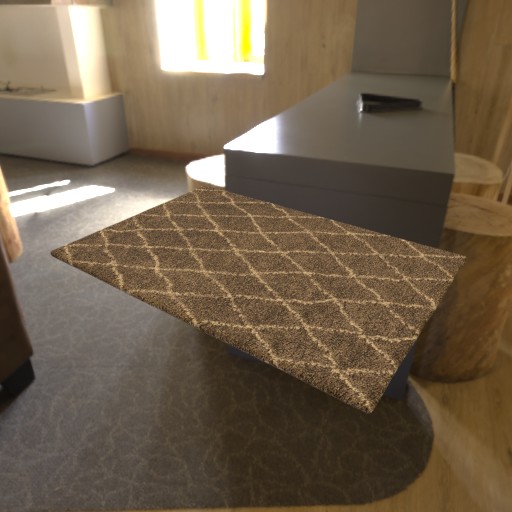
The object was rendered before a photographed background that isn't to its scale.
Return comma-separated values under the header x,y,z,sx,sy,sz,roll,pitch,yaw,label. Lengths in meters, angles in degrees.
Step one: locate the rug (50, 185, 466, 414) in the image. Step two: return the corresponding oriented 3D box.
x,y,z,sx,sy,sz,roll,pitch,yaw,label
0.000,0.000,2.285,1.778,0.030,1.219,19,35,31,rug
